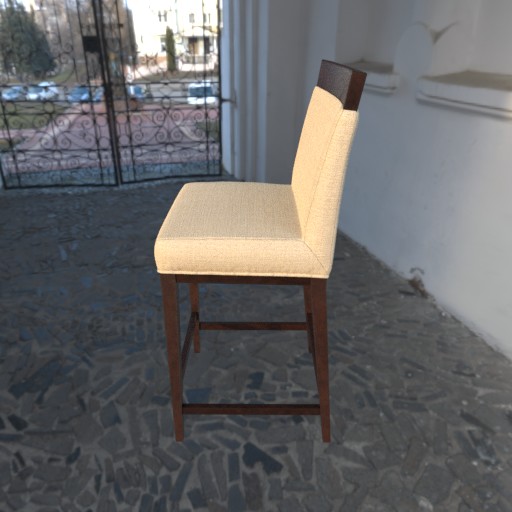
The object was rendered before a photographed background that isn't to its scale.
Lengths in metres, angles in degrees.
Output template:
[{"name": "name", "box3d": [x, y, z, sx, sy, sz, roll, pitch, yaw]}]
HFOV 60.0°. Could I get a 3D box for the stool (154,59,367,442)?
[{"name": "stool", "box3d": [0.000, 0.000, 1.402, 0.531, 1.117, 0.511, 0, 26, 0]}]
